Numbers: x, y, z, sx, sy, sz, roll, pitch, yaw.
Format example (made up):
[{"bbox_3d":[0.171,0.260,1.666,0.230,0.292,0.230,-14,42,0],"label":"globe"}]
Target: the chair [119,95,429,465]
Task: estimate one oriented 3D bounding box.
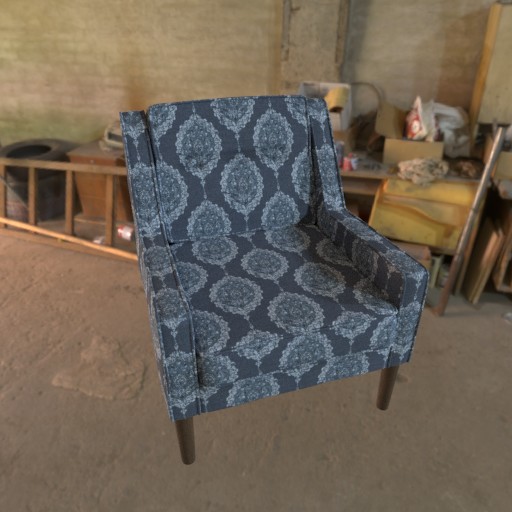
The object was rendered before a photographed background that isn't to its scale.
[{"bbox_3d":[0.000,0.000,1.295,0.663,0.792,0.743,-9,32,-15],"label":"chair"}]
